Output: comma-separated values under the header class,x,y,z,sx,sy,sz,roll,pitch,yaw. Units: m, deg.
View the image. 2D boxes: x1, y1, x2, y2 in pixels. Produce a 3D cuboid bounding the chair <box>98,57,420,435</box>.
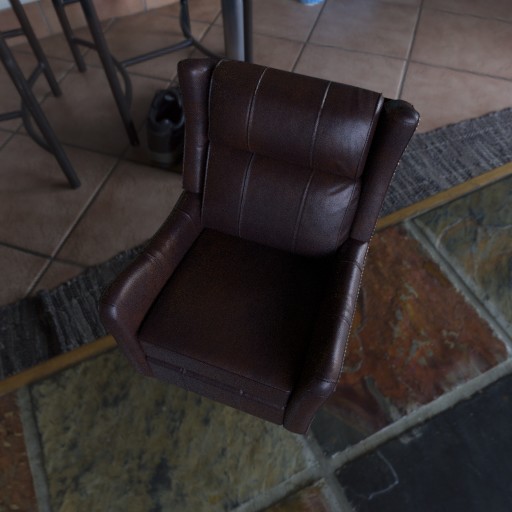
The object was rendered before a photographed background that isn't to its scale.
class,x,y,z,sx,sy,sz,roll,pitch,yaw
chair,0.000,0.000,1.770,0.869,1.084,1.008,17,59,11
